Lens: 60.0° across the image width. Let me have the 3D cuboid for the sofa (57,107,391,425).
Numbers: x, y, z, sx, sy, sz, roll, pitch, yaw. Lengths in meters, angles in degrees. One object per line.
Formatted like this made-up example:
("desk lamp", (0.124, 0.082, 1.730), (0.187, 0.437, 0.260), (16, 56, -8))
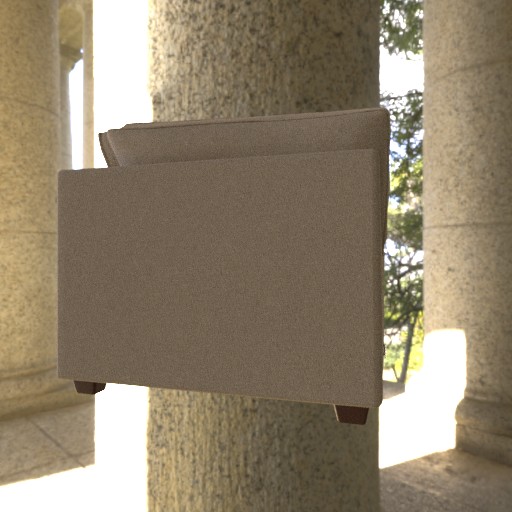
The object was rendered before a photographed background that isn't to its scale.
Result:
("sofa", (0.000, 0.000, 1.786), (1.050, 0.937, 1.042), (0, 0, 18))
